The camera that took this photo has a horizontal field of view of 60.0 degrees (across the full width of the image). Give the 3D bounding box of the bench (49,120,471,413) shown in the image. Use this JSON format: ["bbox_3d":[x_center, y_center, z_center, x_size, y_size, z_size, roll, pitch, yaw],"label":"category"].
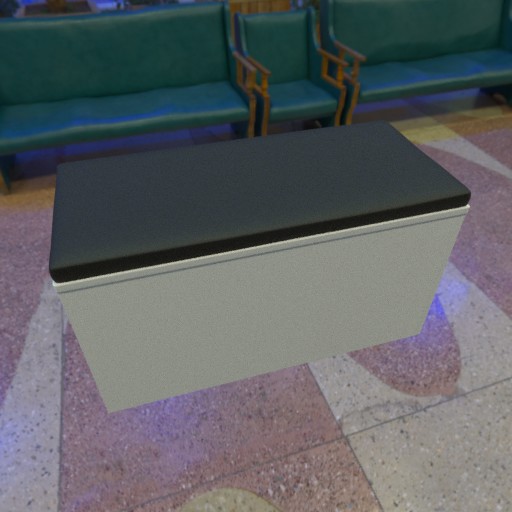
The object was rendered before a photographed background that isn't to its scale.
[{"bbox_3d":[0.000,0.000,1.190,0.899,0.500,0.401,-11,42,-12],"label":"bench"}]
